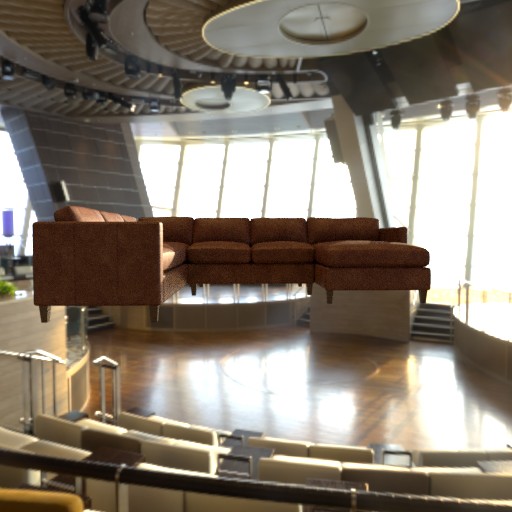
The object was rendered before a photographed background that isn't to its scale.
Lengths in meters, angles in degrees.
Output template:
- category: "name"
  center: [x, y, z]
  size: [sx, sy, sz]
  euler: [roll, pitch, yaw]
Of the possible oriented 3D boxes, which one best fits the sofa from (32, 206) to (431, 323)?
- category: "sofa"
  center: [0.000, 0.000, 4.483]
  size: [3.324, 0.888, 2.452]
  euler: [0, 2, -1]
